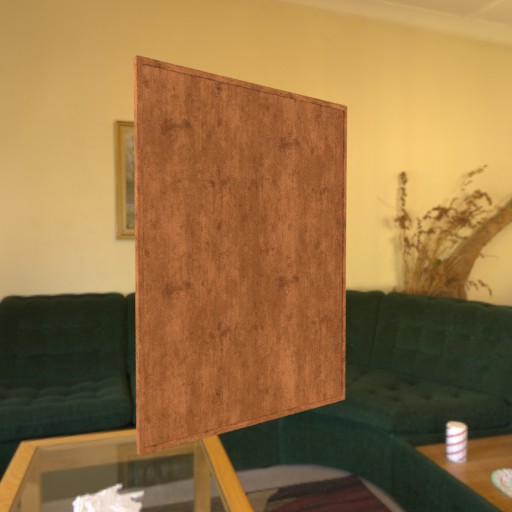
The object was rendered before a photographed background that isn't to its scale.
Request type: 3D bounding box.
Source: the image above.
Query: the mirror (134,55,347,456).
[{"bbox_3d":[0.000,0.000,1.445,0.796,1.099,0.028,-1,2,-34],"label":"mirror"}]
